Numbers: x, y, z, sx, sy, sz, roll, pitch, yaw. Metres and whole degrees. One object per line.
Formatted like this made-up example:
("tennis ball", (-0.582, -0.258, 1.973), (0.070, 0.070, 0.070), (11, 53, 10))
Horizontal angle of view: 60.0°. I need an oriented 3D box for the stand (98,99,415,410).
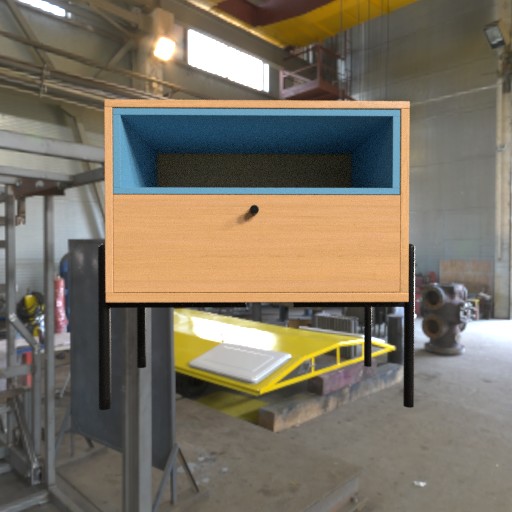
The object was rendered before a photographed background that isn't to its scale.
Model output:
("stand", (0.000, 0.000, 1.023), (0.630, 0.600, 0.400), (0, 1, -1))
